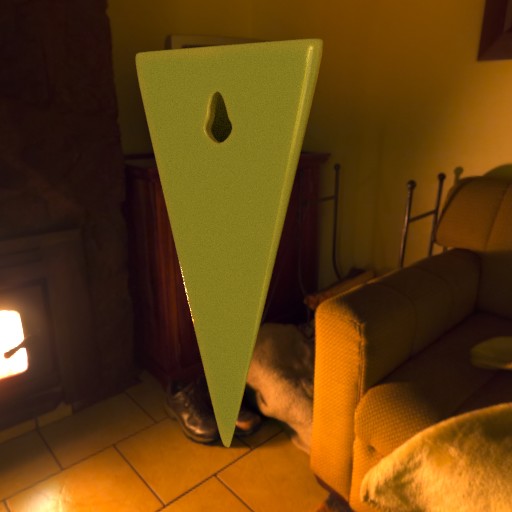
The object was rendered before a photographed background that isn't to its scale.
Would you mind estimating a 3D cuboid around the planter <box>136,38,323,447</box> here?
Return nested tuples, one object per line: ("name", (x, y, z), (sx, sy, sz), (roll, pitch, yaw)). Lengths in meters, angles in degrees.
("planter", (0.000, 0.000, 0.214), (0.080, 0.178, 0.064), (9, 20, 26))
